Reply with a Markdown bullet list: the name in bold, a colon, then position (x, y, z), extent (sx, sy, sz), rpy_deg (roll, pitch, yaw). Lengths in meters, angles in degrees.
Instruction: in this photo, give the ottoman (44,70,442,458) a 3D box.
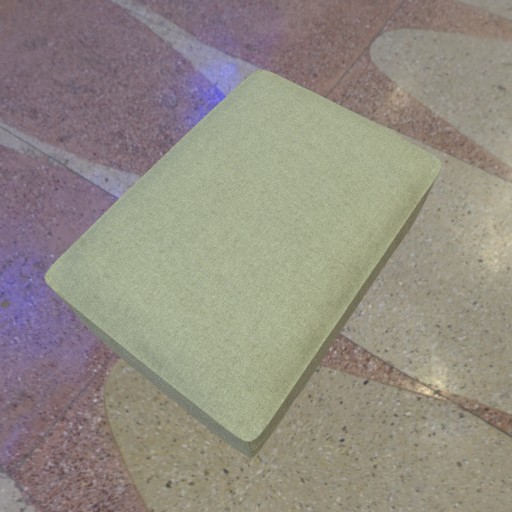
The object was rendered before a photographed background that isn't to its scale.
- **ottoman**: position (0.000, 0.000, 1.223), extent (0.611, 0.508, 0.848), rpy_deg (33, 68, 15)
